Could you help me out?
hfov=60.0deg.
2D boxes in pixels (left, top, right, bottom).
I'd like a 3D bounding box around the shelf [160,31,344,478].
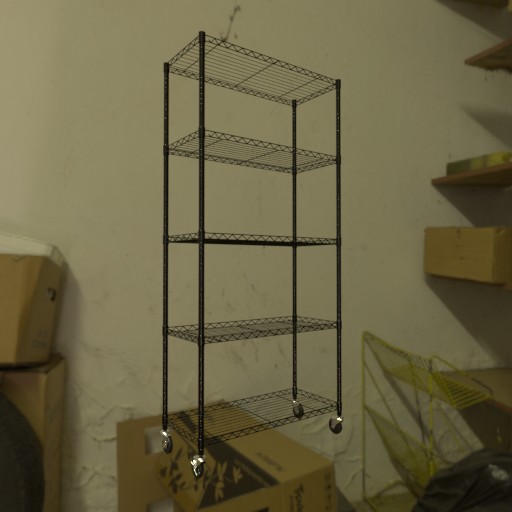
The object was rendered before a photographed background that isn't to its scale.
[{"bbox_3d":[0.000,0.000,1.966,0.762,1.645,0.356,1,-1,-36],"label":"shelf"}]
